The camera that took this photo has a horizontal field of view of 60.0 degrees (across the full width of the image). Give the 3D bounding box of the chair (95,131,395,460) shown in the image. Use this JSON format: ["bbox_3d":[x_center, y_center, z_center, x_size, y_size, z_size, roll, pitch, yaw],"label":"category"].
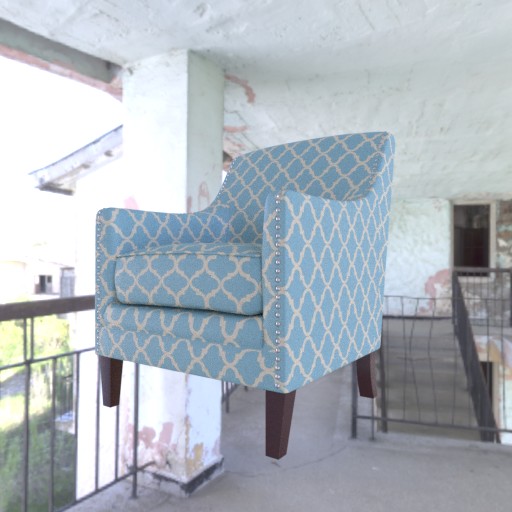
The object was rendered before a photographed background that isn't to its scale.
[{"bbox_3d":[0.000,0.000,1.312,0.617,0.817,0.686,0,0,35],"label":"chair"}]
